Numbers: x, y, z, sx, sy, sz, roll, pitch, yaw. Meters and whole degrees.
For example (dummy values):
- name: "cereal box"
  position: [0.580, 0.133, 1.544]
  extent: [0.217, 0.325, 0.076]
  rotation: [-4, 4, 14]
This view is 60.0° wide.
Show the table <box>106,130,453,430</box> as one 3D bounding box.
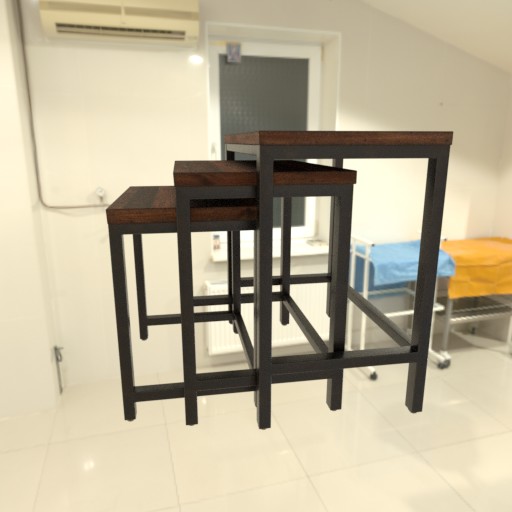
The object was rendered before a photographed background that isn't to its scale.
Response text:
- name: "table"
  position: [0.000, 0.000, 1.156]
  extent: [0.660, 0.616, 0.608]
  rotation: [-2, 15, -9]
